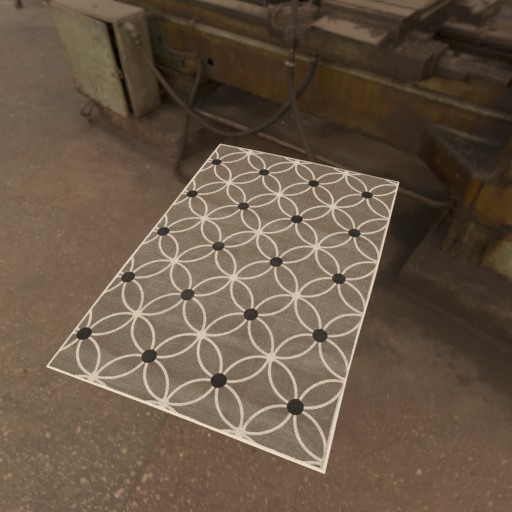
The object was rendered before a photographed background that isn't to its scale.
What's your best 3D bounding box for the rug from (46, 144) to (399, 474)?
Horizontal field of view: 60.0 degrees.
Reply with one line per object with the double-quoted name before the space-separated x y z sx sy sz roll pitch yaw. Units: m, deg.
"rug" 0.000 0.000 2.889 1.522 0.008 2.284 15 48 14
